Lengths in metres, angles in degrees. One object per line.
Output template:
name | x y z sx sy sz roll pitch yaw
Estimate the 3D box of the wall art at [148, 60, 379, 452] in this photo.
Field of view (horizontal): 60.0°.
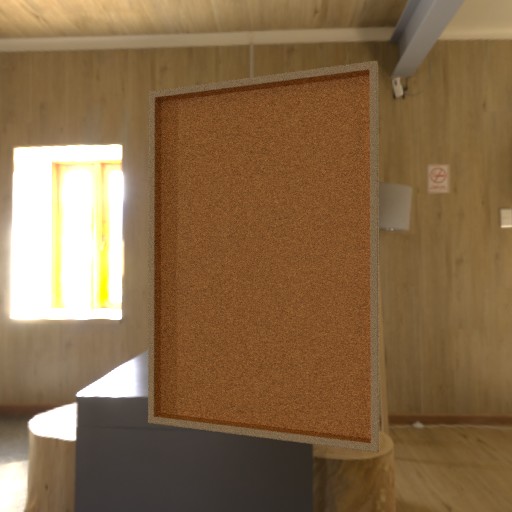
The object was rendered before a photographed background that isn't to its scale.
wall art | 0.000 0.000 1.146 0.610 0.914 0.038 0 -1 18
